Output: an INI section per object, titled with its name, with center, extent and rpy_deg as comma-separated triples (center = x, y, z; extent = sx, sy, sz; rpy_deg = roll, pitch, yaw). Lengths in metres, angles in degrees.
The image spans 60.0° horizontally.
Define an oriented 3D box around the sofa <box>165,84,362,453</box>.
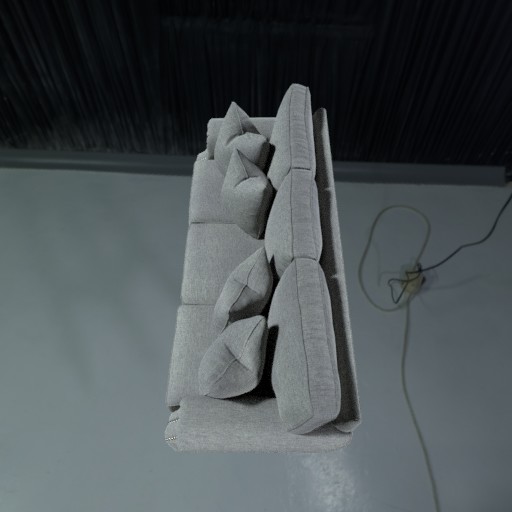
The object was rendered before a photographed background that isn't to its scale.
[sofa]
center = 0.000, 0.000, 2.784
extent = 0.965, 0.975, 2.312
rpy_deg = 0, 57, 0
